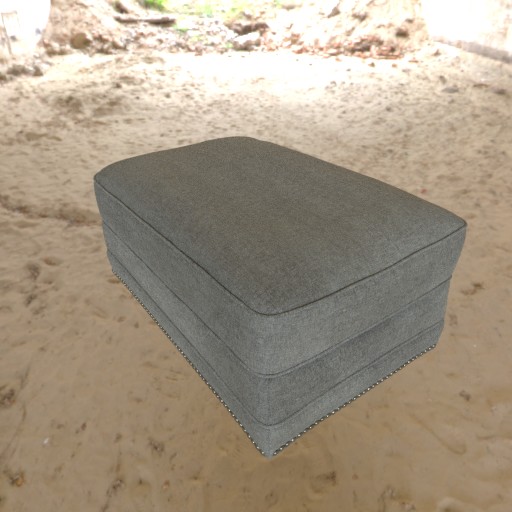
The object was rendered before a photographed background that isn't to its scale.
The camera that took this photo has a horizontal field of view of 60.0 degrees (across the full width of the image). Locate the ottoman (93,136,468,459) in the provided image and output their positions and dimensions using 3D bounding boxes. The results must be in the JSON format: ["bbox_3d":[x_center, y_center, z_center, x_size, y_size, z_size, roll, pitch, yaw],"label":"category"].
[{"bbox_3d":[0.000,0.000,1.138,0.561,0.457,0.813,-21,37,-30],"label":"ottoman"}]
